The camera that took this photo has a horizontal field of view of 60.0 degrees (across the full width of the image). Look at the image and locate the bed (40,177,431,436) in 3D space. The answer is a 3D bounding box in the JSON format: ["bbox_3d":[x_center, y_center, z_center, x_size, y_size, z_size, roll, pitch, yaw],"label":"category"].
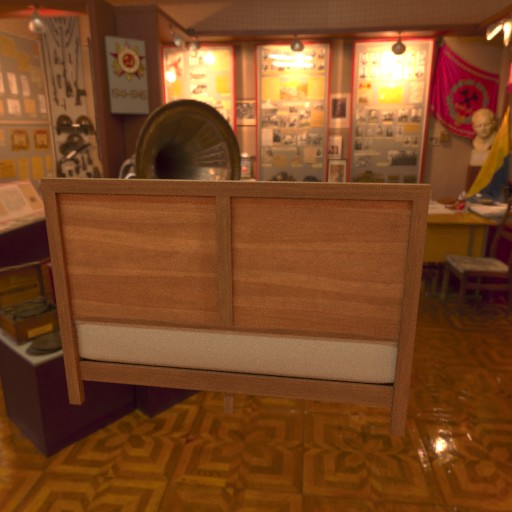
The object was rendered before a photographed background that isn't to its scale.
[{"bbox_3d":[0.000,0.000,3.456,2.003,1.387,2.184,2,16,8],"label":"bed"}]
